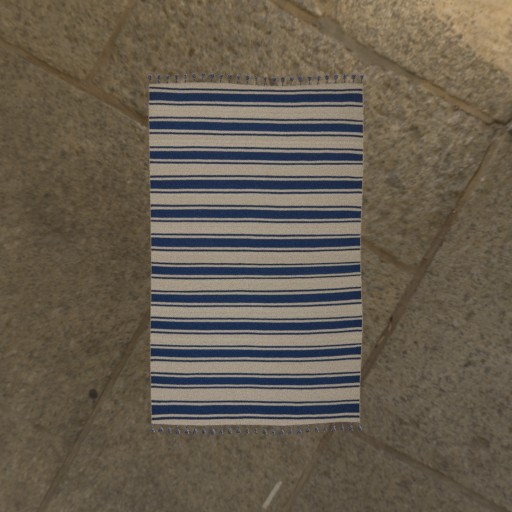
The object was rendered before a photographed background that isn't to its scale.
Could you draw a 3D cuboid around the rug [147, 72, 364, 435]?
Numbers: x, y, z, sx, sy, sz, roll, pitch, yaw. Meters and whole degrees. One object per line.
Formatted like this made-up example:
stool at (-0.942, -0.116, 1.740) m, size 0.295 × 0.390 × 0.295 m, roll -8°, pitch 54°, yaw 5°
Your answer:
rug at (0.000, 0.000, 2.580) m, size 1.248 × 0.009 × 2.108 m, roll 0°, pitch 92°, yaw 0°
